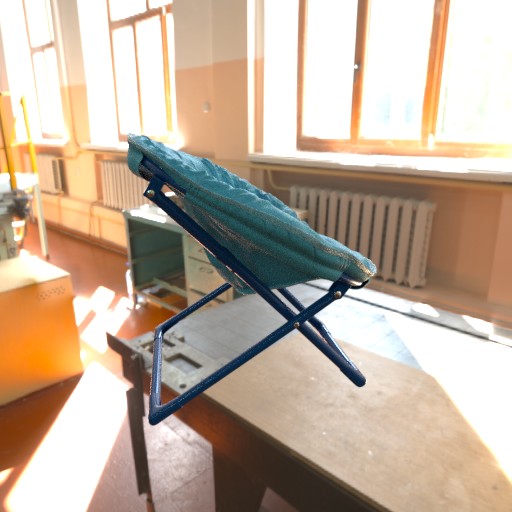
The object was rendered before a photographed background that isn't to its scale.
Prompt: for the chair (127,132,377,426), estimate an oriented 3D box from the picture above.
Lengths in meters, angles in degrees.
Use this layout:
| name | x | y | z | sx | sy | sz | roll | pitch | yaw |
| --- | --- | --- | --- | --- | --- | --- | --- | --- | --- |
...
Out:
| name | x | y | z | sx | sy | sz | roll | pitch | yaw |
| --- | --- | --- | --- | --- | --- | --- | --- | --- | --- |
| chair | 0.000 | 0.000 | 0.886 | 0.465 | 0.478 | 0.520 | -3 | 17 | -10 |
